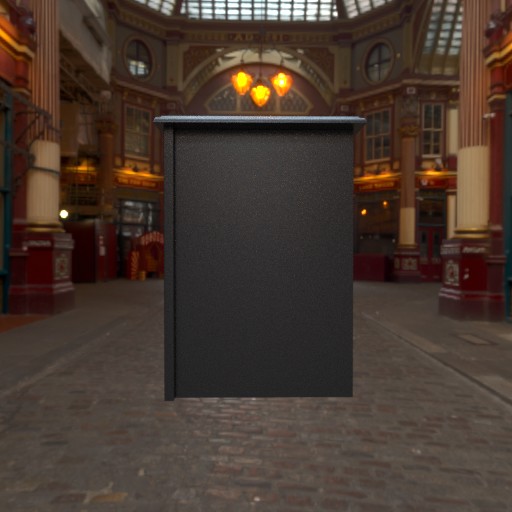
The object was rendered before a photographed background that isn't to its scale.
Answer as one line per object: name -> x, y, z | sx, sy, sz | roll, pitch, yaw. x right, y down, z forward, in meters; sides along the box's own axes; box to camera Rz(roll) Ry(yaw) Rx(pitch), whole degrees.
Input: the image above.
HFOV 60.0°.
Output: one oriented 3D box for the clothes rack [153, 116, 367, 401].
clothes rack -> 0.000, 0.000, 1.454 | 0.406, 0.556, 1.219 | 0, 1, -1
